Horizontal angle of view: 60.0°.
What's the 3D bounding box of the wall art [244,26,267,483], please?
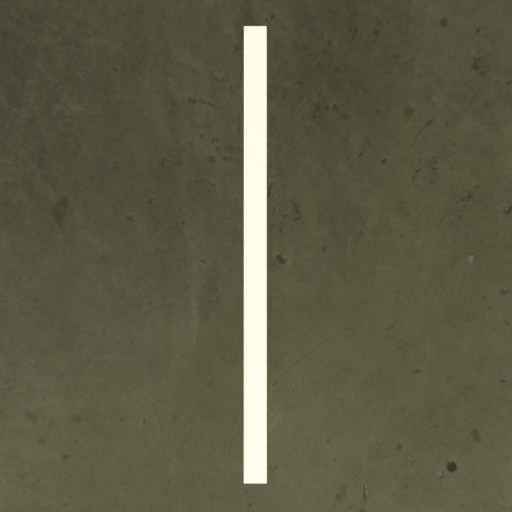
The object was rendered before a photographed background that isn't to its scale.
[{"bbox_3d":[0.000,0.000,1.119,0.038,0.762,0.762,0,89,0],"label":"wall art"}]
